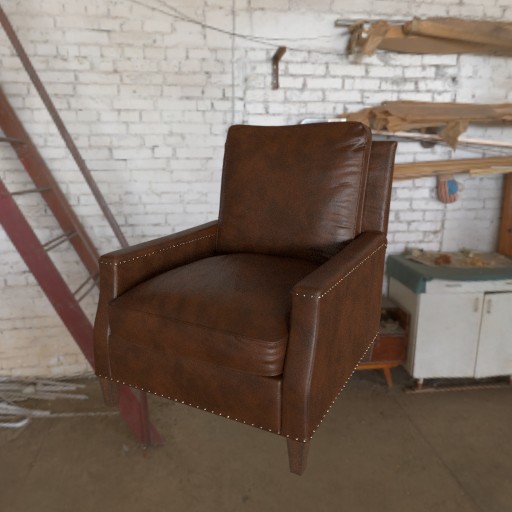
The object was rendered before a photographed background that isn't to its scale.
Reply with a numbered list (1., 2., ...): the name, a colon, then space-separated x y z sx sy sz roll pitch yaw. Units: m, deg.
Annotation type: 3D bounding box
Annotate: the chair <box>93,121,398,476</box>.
1. chair: 0.000 0.000 1.773 0.854 1.054 1.035 7 16 27
